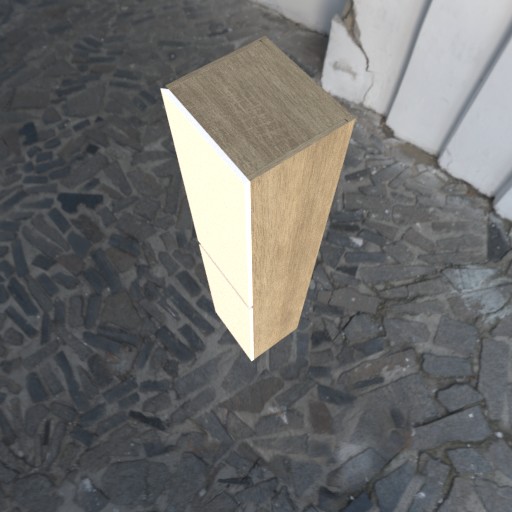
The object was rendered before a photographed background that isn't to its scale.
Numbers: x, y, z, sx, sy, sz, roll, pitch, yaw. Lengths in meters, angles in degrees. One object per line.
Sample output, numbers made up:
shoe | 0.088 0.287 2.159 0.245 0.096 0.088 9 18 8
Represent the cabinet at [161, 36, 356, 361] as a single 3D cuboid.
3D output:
cabinet | 0.000 0.000 1.524 0.270 1.400 0.300 -33 68 -15
